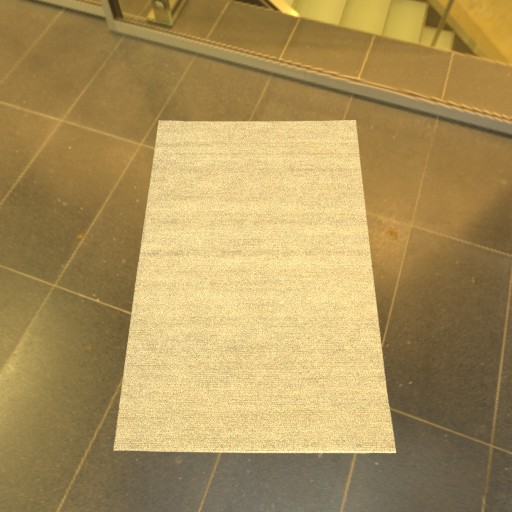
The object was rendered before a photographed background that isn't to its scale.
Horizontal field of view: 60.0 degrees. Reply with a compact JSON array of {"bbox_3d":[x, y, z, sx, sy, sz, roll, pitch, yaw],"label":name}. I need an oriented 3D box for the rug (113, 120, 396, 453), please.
[{"bbox_3d":[0.000,0.000,2.241,1.179,0.022,1.820,0,64,0],"label":"rug"}]
